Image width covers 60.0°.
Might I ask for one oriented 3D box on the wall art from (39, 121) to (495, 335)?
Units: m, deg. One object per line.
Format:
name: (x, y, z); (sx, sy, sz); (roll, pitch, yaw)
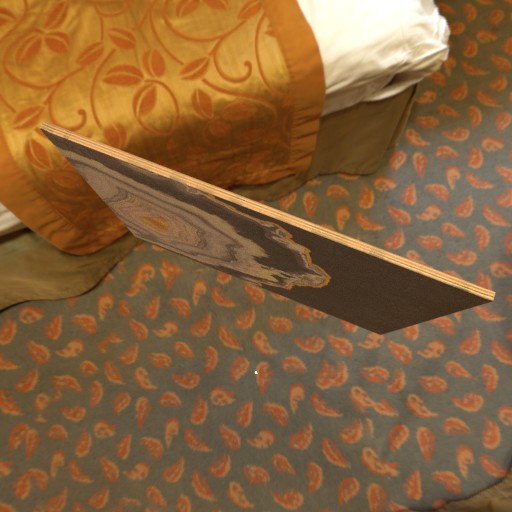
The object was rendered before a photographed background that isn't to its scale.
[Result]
wall art: (0.000, 0.000, 0.659); (0.508, 0.408, 0.010); (21, 76, 5)
